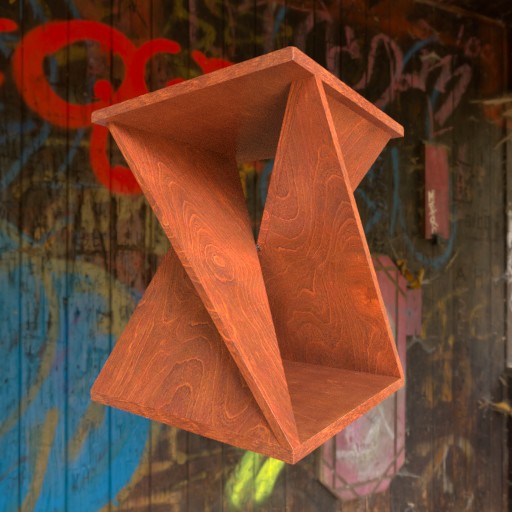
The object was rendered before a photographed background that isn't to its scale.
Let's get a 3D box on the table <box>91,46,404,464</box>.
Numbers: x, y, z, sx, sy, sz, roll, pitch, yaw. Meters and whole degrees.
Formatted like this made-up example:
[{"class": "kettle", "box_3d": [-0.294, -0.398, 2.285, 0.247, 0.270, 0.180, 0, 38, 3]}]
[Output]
[{"class": "table", "box_3d": [0.000, 0.000, 0.847, 0.427, 0.520, 0.427, 0, 0, 36]}]
